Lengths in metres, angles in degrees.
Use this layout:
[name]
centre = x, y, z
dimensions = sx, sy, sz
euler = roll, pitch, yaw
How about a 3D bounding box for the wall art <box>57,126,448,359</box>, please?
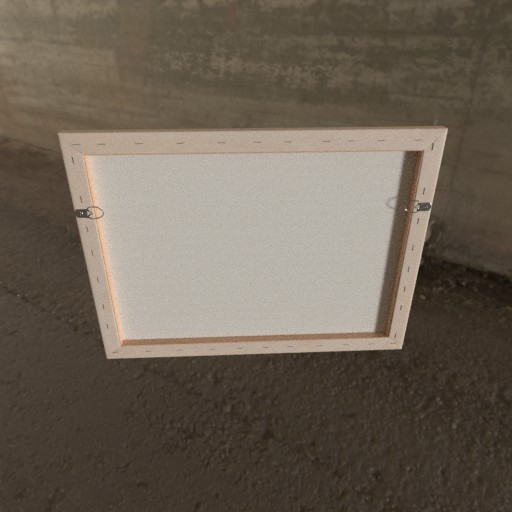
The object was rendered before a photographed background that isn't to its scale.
[wall art]
centre = 0.000, 0.000, 1.618
dimensions = 1.219, 0.912, 0.042
euler = -1, 29, -2
